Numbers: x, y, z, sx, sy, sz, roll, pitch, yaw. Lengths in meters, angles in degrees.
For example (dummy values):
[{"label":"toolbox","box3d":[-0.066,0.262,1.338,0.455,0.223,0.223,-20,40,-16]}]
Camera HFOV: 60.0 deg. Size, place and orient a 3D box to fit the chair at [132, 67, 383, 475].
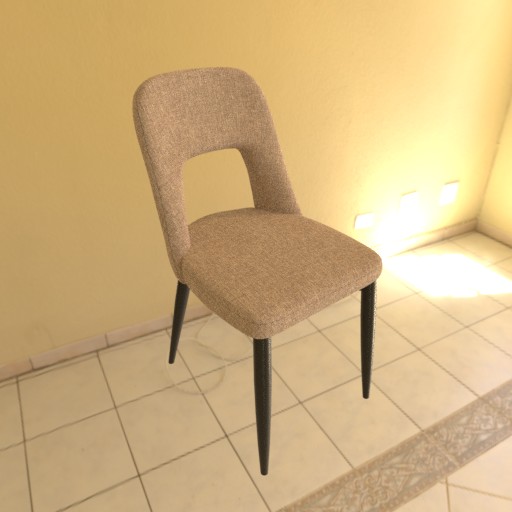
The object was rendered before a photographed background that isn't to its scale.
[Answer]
[{"label":"chair","box3d":[0.000,0.000,1.258,0.470,0.931,0.612,-22,37,-32]}]
